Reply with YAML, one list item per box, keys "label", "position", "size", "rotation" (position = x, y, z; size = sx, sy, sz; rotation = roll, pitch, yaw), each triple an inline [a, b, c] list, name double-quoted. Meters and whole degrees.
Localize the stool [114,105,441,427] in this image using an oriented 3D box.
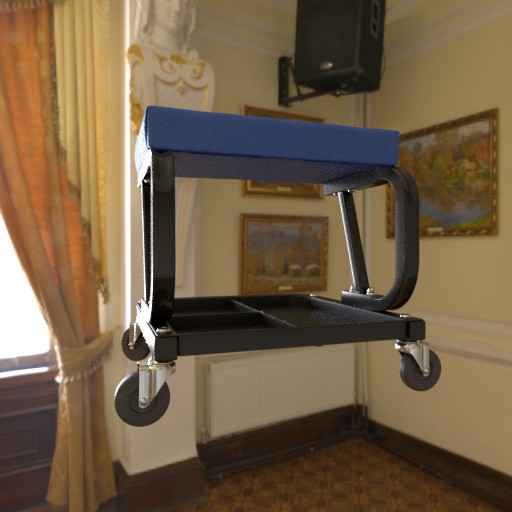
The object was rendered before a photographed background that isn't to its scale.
- label: "stool"
  position: [0.000, 0.000, 0.720]
  size: [0.446, 0.380, 0.371]
  rotation: [0, 1, -19]
